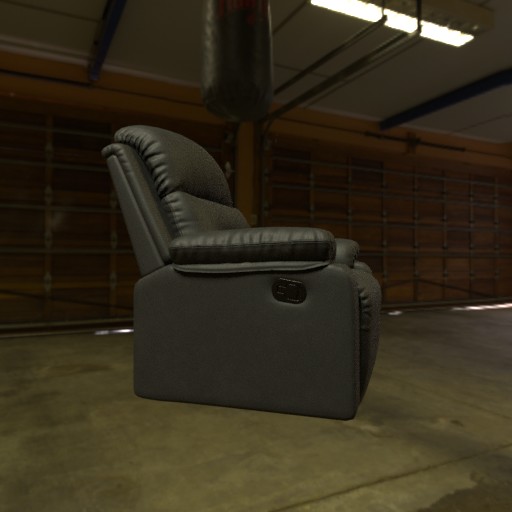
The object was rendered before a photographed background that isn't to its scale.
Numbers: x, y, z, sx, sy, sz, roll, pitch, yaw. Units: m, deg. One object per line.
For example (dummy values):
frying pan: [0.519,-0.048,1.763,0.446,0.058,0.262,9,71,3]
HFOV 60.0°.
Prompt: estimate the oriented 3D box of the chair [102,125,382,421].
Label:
chair: [0.000,0.000,1.711,0.919,0.992,0.855,0,-1,18]
